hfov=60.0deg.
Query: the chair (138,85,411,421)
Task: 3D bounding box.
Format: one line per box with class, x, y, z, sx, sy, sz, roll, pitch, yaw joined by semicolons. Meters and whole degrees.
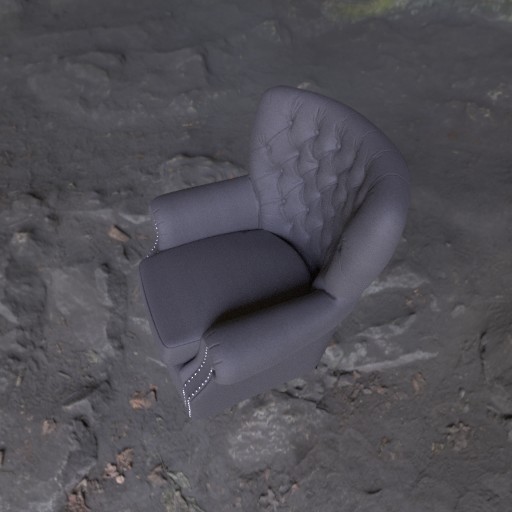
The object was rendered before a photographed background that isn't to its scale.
chair;0.000;0.000;1.848;0.983;1.046;0.983;-17;49;-16
